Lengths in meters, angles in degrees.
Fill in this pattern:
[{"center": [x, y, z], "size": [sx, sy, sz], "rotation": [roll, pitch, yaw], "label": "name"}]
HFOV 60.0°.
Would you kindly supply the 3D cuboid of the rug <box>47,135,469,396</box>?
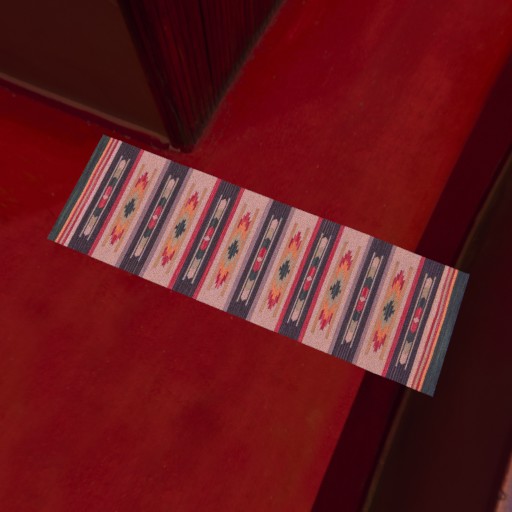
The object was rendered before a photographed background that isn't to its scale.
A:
[{"center": [0.000, 0.000, 2.669], "size": [2.440, 0.009, 0.760], "rotation": [22, 77, 5], "label": "rug"}]
